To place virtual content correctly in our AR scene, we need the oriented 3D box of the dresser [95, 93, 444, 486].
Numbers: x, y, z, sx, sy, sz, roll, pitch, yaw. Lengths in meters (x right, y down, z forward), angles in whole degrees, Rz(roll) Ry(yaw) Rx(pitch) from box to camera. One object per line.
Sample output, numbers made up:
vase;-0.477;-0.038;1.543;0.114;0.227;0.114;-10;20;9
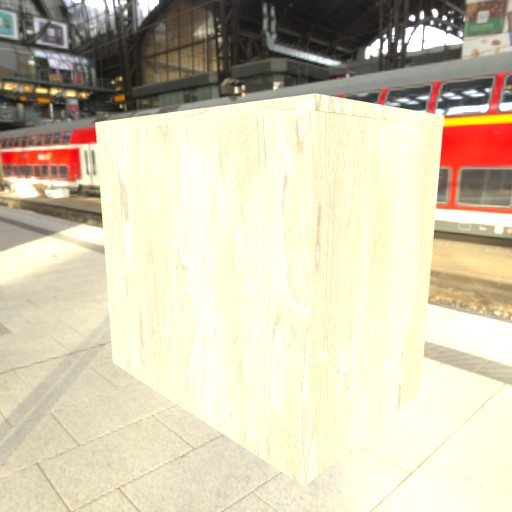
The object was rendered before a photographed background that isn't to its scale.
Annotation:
dresser;0.000;0.000;1.289;0.809;0.762;0.529;12;17;44
